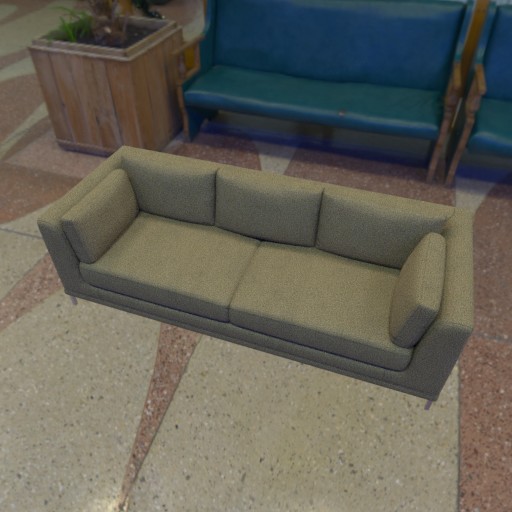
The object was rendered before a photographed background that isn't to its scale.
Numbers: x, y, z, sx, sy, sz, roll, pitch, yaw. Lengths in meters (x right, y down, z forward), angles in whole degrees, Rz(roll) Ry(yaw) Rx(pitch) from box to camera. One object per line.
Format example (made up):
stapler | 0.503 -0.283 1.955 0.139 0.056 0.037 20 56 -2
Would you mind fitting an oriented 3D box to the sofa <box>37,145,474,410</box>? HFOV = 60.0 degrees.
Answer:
sofa | 0.000 0.000 2.821 2.415 0.867 0.969 13 44 14
